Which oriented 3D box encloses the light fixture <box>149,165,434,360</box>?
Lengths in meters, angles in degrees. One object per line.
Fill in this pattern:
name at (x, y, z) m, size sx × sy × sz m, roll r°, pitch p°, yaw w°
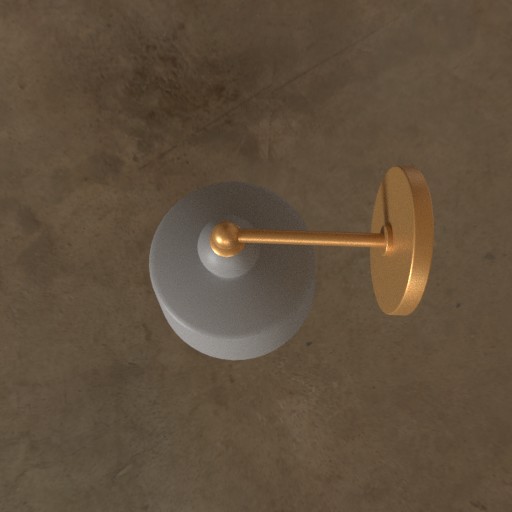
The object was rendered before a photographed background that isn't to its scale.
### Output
light fixture at (0.000, 0.000, 0.447) m, size 0.254 × 0.268 × 0.204 m, roll 2°, pitch 76°, yaw 0°
